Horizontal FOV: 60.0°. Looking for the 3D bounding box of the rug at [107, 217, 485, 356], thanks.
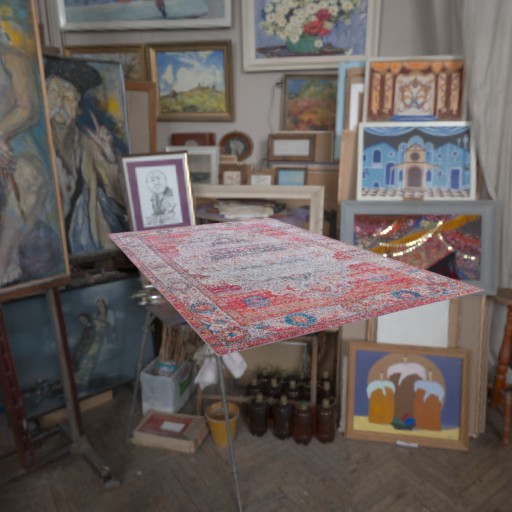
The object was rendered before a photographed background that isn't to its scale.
[{"bbox_3d":[0.000,0.000,2.364,1.219,0.006,1.829,-8,18,-27],"label":"rug"}]
